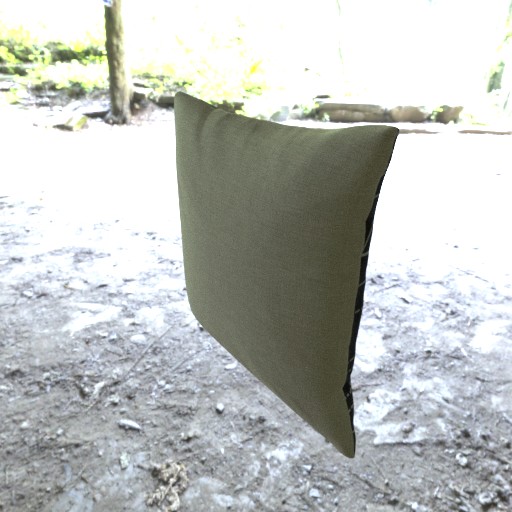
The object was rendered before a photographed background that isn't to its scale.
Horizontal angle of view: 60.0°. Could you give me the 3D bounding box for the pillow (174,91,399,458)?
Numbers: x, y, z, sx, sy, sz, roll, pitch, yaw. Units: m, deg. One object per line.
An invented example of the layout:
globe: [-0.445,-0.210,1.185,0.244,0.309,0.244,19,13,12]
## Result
pillow: [0.000,0.000,0.773,0.158,0.508,0.517,-18,31,-32]
